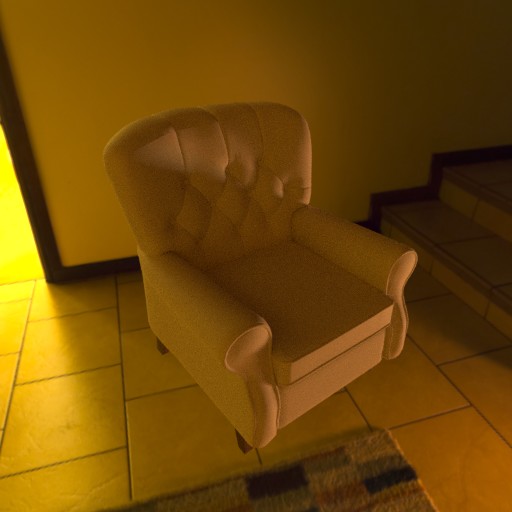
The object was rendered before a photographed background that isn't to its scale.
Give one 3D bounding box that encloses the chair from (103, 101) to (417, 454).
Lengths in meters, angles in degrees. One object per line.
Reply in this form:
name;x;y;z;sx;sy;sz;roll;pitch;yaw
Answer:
chair;0.000;0.000;2.000;1.035;1.169;1.132;-21;36;-32
